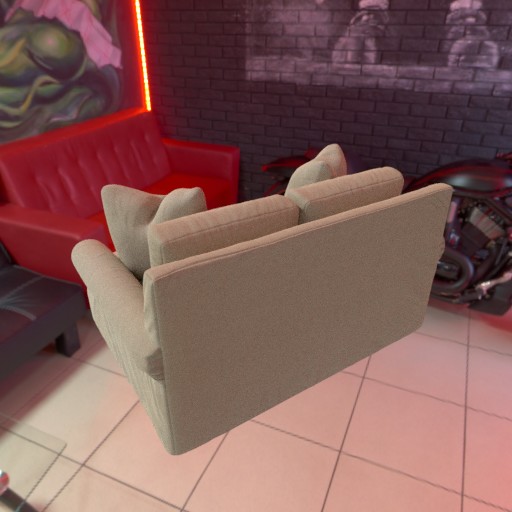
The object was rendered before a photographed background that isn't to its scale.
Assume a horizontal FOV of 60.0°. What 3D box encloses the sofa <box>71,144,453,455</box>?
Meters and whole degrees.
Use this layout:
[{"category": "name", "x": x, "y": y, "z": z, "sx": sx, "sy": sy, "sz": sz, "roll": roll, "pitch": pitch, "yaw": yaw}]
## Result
[{"category": "sofa", "x": 0.000, "y": 0.000, "z": 2.165, "sx": 1.550, "sy": 0.905, "sz": 1.070, "roll": -18, "pitch": 33, "yaw": -29}]
